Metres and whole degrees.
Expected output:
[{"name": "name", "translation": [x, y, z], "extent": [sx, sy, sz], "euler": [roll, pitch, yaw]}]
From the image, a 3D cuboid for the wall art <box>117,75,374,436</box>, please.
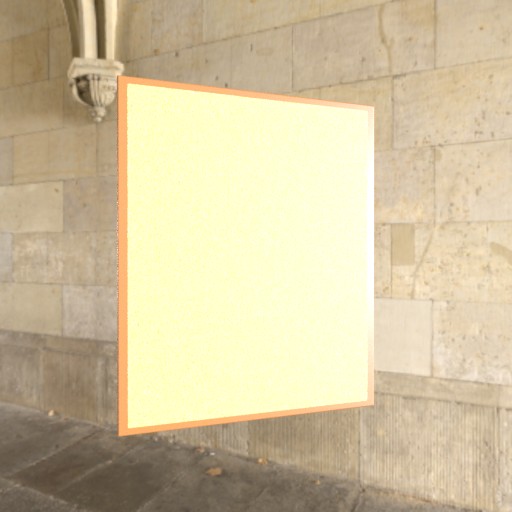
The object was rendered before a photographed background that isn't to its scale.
[{"name": "wall art", "translation": [0.000, 0.000, 0.752], "extent": [0.449, 0.550, 0.021], "euler": [0, 0, -18]}]
